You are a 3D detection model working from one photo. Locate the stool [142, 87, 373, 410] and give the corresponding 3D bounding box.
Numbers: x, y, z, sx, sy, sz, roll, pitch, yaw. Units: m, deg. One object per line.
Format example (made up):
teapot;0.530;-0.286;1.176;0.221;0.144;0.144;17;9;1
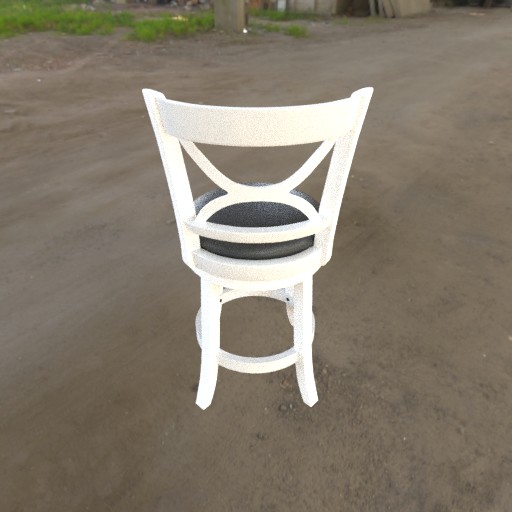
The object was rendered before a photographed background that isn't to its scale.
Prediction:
stool;0.000;0.000;1.230;0.444;0.953;0.508;-1;33;-2
